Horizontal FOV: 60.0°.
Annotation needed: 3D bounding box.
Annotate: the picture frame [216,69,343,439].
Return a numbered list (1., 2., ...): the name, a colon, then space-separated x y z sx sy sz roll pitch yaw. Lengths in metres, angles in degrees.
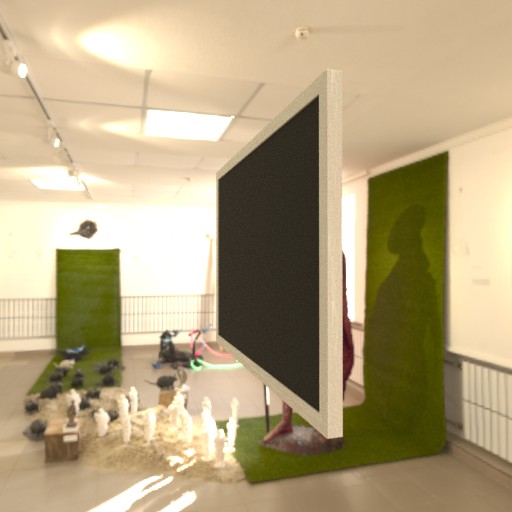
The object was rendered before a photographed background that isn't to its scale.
1. picture frame: 0.000 0.000 1.225 0.029 0.640 0.950 0 -1 -17
